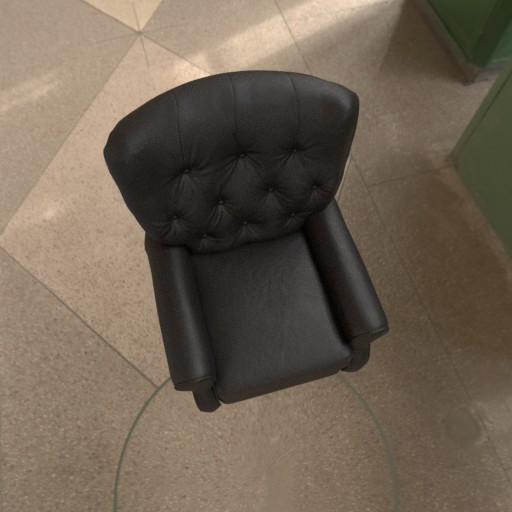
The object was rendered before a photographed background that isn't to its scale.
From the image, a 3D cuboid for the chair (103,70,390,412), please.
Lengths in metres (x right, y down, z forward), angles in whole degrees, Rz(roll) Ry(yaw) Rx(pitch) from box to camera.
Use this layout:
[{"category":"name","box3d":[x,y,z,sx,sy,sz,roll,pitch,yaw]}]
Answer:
[{"category":"chair","box3d":[0.000,0.000,1.910,0.948,1.158,1.058,-14,64,-7]}]
